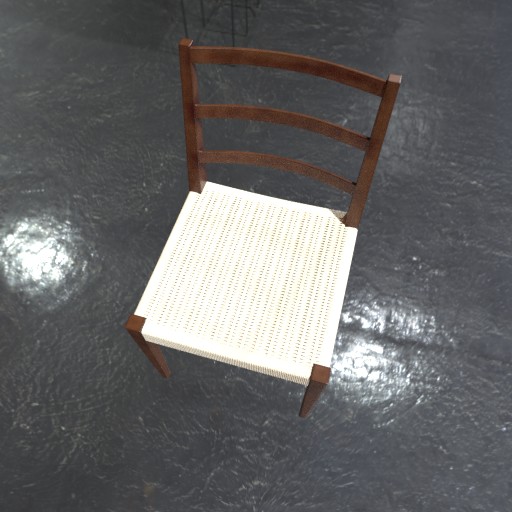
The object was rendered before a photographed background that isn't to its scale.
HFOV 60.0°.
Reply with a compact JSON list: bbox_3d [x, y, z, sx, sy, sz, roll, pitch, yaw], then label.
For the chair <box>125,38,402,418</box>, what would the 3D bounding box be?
[{"bbox_3d":[0.000,0.000,1.137,0.480,0.813,0.551,14,59,8],"label":"chair"}]
